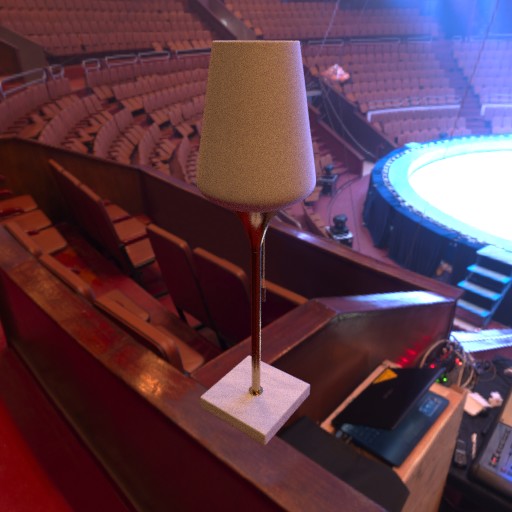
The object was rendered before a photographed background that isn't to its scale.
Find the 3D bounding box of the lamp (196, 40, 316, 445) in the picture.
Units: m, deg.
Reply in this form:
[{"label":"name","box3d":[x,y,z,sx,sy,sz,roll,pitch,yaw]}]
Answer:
[{"label":"lamp","box3d":[0.000,0.000,0.731,0.181,0.639,0.181,18,32,32]}]
